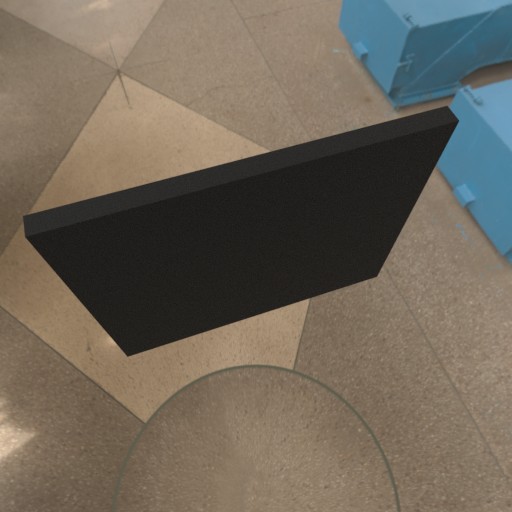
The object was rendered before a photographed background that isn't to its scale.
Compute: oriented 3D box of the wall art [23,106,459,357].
[{"bbox_3d":[0.000,0.000,0.747,0.558,0.457,0.031,-17,62,-9],"label":"wall art"}]
